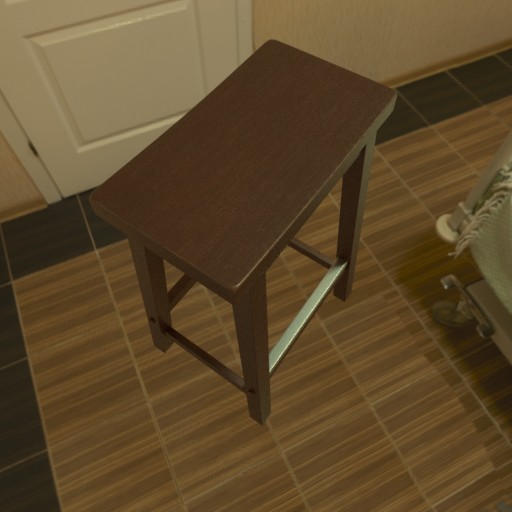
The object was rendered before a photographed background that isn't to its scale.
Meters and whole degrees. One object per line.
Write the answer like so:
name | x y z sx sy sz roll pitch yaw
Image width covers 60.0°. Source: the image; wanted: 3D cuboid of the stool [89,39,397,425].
stool | 0.000 0.000 0.860 0.322 0.610 0.406 31 64 17
